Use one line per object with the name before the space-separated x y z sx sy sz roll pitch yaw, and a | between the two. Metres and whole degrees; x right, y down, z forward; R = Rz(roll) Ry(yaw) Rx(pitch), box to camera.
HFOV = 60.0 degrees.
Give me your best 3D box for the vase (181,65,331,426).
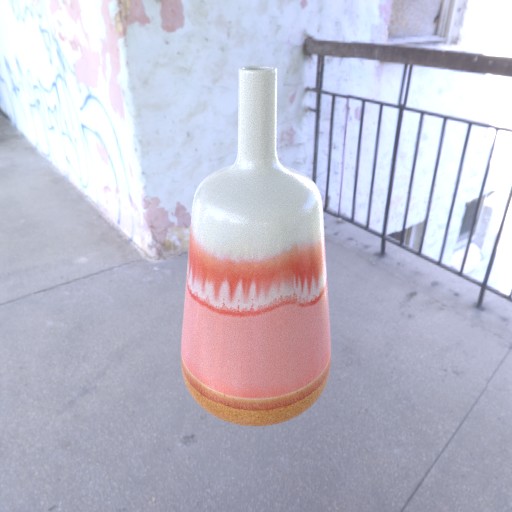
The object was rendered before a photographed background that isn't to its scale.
vase | 0.000 0.000 0.377 0.144 0.296 0.144 0 30 0
